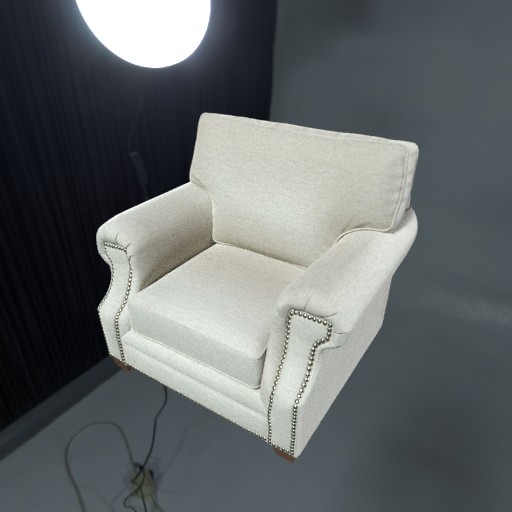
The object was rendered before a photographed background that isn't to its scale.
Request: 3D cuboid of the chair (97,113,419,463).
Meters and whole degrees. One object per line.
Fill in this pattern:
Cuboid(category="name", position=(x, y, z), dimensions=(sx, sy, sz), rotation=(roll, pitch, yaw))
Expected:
Cuboid(category="chair", position=(0.000, 0.000, 1.829), dimensions=(1.092, 0.961, 0.965), rotation=(18, 34, 28))
